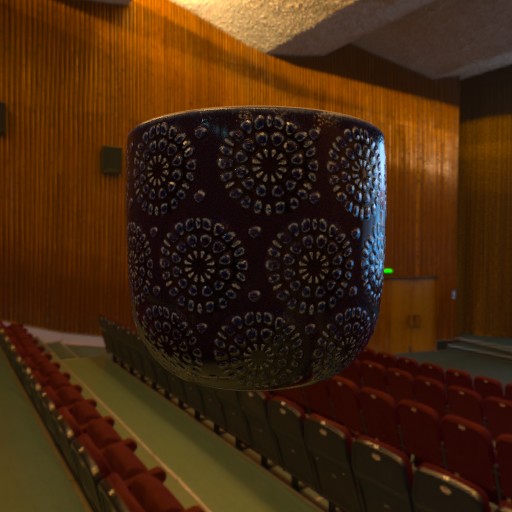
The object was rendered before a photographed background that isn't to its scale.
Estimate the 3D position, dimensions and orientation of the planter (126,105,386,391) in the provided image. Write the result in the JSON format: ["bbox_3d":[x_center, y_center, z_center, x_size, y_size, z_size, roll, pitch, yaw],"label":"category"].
[{"bbox_3d":[0.000,0.000,0.294,0.165,0.149,0.165,0,1,0],"label":"planter"}]
